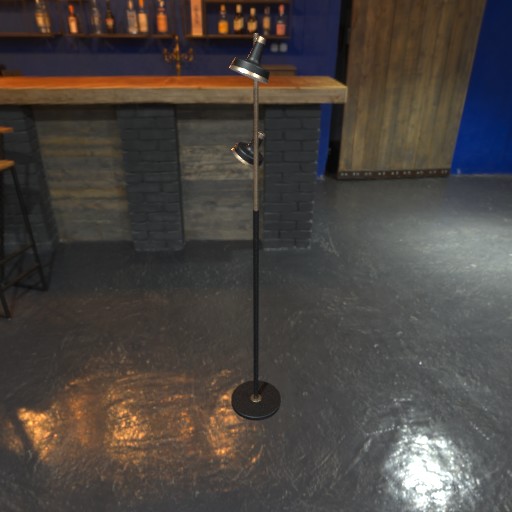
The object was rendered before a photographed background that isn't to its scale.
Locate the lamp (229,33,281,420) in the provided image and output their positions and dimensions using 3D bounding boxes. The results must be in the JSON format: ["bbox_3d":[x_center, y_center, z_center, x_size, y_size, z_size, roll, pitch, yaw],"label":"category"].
[{"bbox_3d":[0.000,0.000,1.865,0.253,1.674,0.351,0,28,-1],"label":"lamp"}]
